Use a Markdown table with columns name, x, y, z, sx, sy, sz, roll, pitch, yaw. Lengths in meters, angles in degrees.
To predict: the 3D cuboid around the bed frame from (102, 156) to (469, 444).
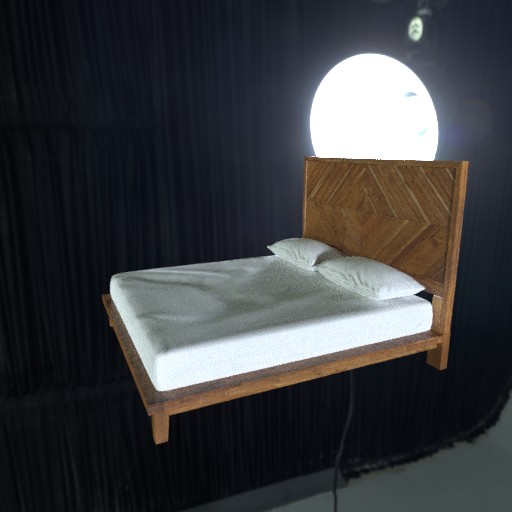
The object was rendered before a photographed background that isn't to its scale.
| name | x | y | z | sx | sy | sz | roll | pitch | yaw |
| --- | --- | --- | --- | --- | --- | --- | --- | --- | --- |
| bed frame | 0.000 | 0.000 | 3.615 | 2.235 | 1.537 | 2.038 | -6 | 15 | -24 |
